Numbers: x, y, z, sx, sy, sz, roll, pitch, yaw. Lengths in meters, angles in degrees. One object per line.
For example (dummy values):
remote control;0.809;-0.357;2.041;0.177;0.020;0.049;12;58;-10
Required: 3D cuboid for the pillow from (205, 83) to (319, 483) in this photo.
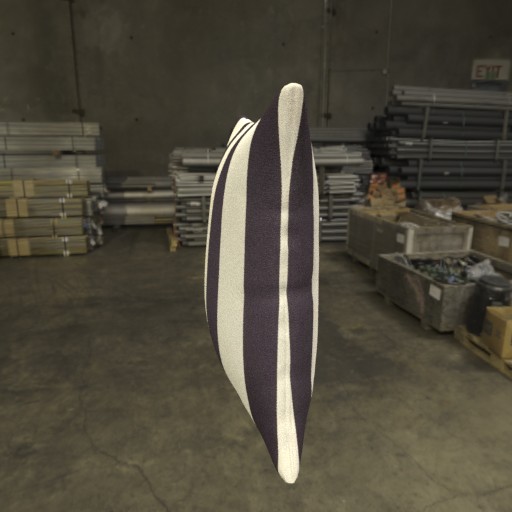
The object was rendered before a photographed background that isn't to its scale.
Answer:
pillow;0.000;0.000;0.804;0.189;0.526;0.536;-2;14;-10
